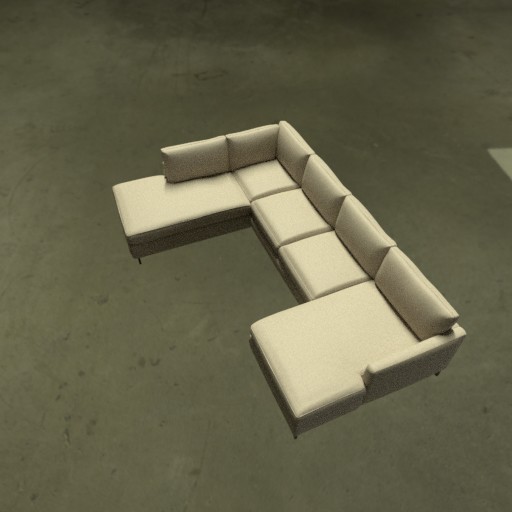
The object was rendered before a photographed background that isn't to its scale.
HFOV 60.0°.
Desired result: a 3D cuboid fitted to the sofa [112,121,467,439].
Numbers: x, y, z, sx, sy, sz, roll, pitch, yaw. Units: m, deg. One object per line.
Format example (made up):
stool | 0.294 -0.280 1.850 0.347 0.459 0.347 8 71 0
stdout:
sofa | 0.000 0.000 3.614 1.879 0.756 2.737 -17 49 -15
